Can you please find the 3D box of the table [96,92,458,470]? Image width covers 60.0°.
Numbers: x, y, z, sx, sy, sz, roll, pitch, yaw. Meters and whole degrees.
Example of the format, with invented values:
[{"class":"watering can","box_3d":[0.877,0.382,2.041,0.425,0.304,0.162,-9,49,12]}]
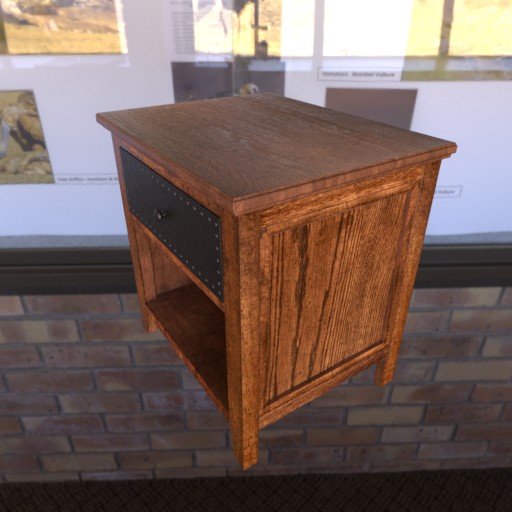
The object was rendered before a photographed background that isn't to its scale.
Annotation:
[{"class":"table","box_3d":[0.000,0.000,1.026,0.461,0.597,0.586,-19,35,-29]}]
